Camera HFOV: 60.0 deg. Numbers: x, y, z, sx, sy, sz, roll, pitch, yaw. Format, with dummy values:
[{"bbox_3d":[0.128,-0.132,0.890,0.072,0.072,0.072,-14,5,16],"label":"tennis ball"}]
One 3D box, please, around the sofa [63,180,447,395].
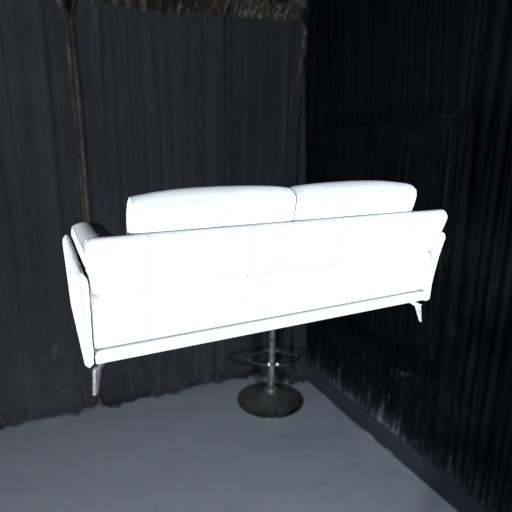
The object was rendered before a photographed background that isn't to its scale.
[{"bbox_3d":[0.000,0.000,2.692,2.101,0.930,1.049,-7,15,-25],"label":"sofa"}]
